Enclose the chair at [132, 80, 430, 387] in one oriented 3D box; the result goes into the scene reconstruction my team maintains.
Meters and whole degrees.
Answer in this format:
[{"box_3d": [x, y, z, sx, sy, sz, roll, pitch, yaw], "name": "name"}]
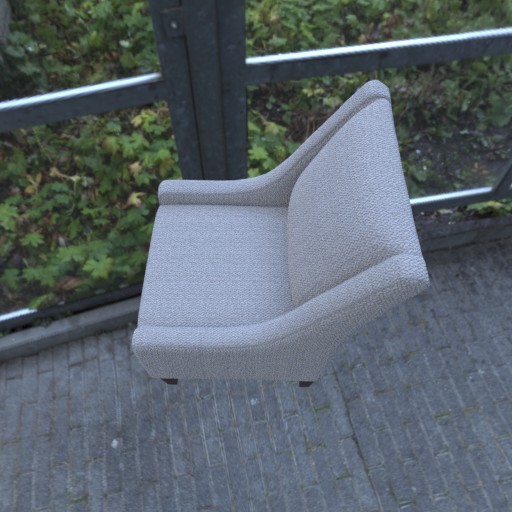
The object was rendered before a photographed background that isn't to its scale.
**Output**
[{"box_3d": [0.000, 0.000, 1.675, 0.870, 1.014, 0.774, 1, 58, 1], "name": "chair"}]
